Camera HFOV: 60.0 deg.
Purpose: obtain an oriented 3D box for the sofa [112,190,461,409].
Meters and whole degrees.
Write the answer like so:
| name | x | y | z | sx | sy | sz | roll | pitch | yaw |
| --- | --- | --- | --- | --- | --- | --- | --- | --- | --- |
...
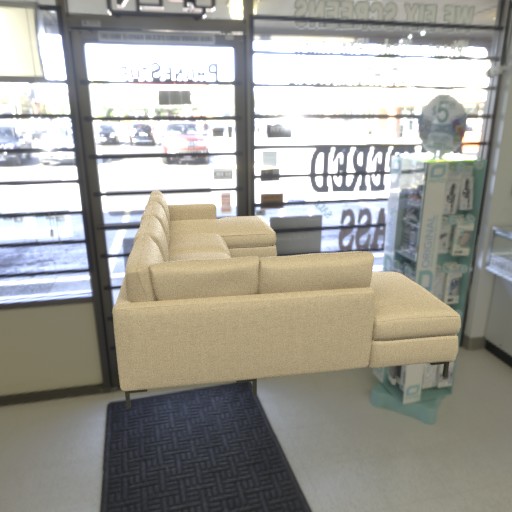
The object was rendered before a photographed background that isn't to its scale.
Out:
| name | x | y | z | sx | sy | sz | roll | pitch | yaw |
| --- | --- | --- | --- | --- | --- | --- | --- | --- | --- |
| sofa | 0.000 | 0.000 | 3.578 | 1.879 | 0.756 | 2.737 | -3 | 17 | -10 |
